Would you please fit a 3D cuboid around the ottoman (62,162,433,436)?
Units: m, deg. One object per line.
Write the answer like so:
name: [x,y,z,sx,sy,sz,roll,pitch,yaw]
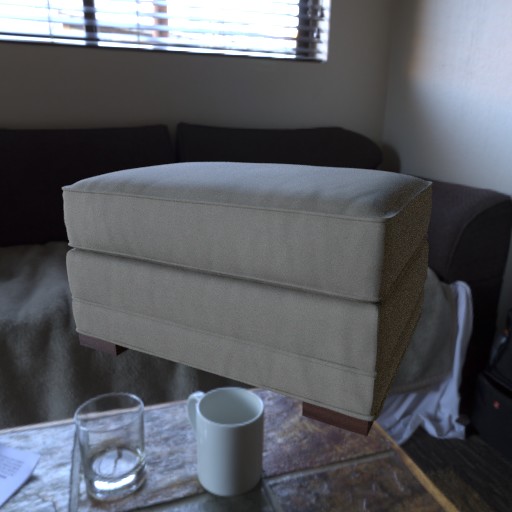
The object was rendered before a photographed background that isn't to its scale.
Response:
ottoman: [0.000,0.000,1.223,0.848,0.482,0.611,9,19,27]
